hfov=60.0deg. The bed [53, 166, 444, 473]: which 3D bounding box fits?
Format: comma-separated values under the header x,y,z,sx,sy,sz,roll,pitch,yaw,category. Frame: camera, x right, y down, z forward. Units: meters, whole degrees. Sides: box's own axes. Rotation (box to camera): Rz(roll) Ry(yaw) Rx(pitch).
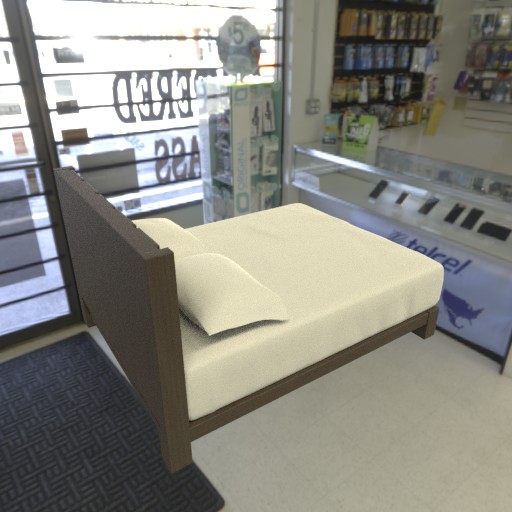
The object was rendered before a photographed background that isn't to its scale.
x,y,z,sx,sy,sz,roll,pitch,yaw,category
0.000,0.000,3.283,2.242,1.270,1.727,-16,30,-30,bed
